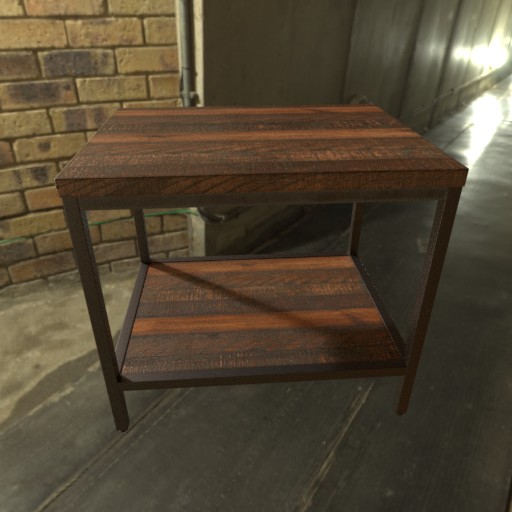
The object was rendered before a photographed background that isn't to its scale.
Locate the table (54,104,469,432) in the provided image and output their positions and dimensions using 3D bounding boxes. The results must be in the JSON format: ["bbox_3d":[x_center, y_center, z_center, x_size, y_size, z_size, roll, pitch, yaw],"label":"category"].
[{"bbox_3d":[0.000,0.000,1.098,0.678,0.612,0.524,-2,30,-4],"label":"table"}]
